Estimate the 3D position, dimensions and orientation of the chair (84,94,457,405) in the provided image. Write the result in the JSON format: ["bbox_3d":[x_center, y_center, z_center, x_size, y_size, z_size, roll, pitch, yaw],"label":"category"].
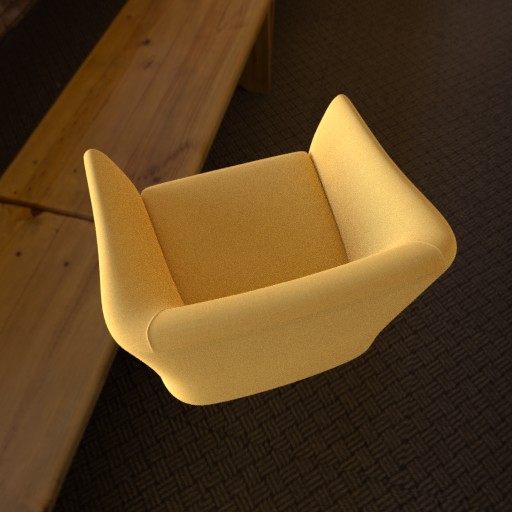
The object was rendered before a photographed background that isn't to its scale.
[{"bbox_3d":[0.000,0.000,1.297,0.790,0.720,0.700,-15,61,-9],"label":"chair"}]
